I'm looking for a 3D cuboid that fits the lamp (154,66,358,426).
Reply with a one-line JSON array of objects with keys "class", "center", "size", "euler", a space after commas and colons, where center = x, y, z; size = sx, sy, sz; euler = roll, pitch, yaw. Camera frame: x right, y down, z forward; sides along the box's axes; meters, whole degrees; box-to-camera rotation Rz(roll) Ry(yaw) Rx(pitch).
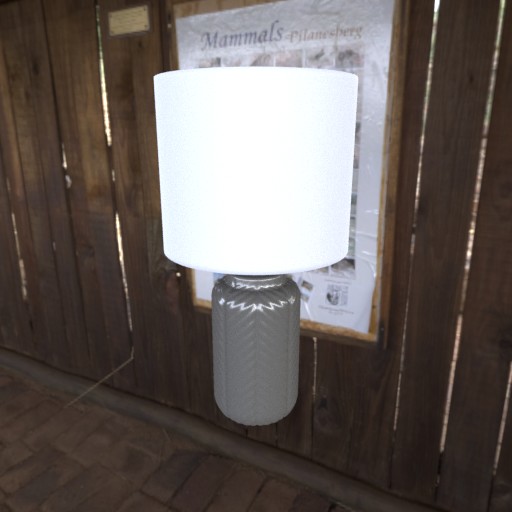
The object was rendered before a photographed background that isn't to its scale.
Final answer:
[{"class": "lamp", "center": [0.000, 0.000, 0.503], "size": [0.203, 0.389, 0.203], "euler": [3, 16, 9]}]
